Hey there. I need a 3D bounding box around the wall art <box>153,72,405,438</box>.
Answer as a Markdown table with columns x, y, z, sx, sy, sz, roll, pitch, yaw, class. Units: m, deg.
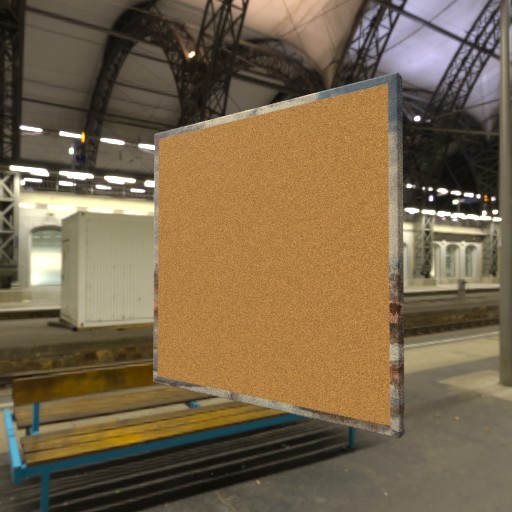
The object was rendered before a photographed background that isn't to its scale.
| x | y | z | sx | sy | sz | roll | pitch | yaw | class |
| --- | --- | --- | --- | --- | --- | --- | --- | --- | --- |
| 0.000 | 0.000 | 1.356 | 0.888 | 0.897 | 0.035 | -1 | -1 | 36 | wall art |
